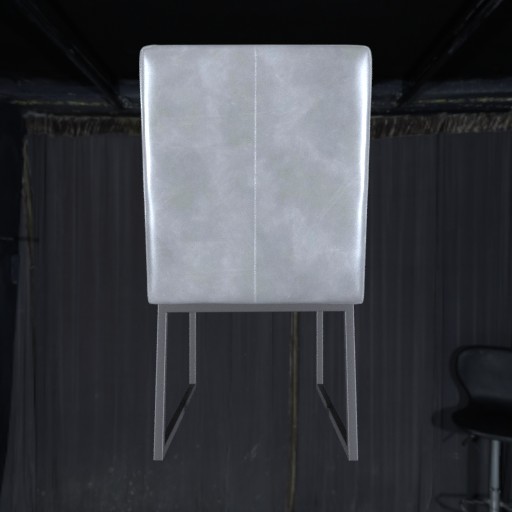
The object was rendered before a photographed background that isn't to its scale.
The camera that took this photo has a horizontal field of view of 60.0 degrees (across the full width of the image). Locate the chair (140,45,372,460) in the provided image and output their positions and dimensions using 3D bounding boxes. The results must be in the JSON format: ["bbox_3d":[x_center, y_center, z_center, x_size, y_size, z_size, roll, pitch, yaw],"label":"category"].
[{"bbox_3d":[0.000,0.000,1.262,0.520,0.930,0.634,0,0,0],"label":"chair"}]
